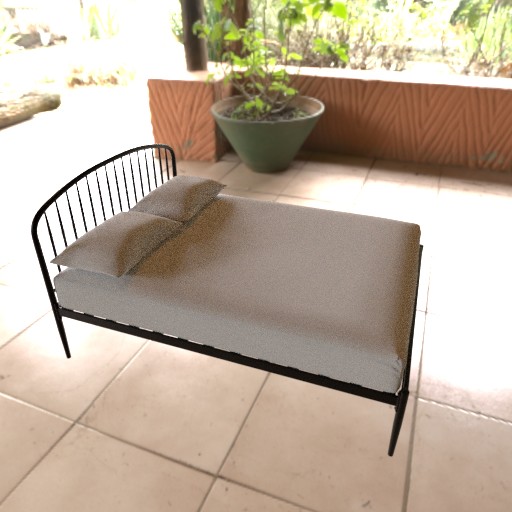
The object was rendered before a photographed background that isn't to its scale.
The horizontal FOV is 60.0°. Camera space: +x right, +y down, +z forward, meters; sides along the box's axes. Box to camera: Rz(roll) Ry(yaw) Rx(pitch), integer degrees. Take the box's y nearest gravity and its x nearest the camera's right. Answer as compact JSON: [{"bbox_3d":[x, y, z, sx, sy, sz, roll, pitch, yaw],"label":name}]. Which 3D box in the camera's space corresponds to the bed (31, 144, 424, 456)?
[{"bbox_3d":[0.000,0.000,3.031,2.159,1.166,1.618,11,31,18],"label":"bed"}]
